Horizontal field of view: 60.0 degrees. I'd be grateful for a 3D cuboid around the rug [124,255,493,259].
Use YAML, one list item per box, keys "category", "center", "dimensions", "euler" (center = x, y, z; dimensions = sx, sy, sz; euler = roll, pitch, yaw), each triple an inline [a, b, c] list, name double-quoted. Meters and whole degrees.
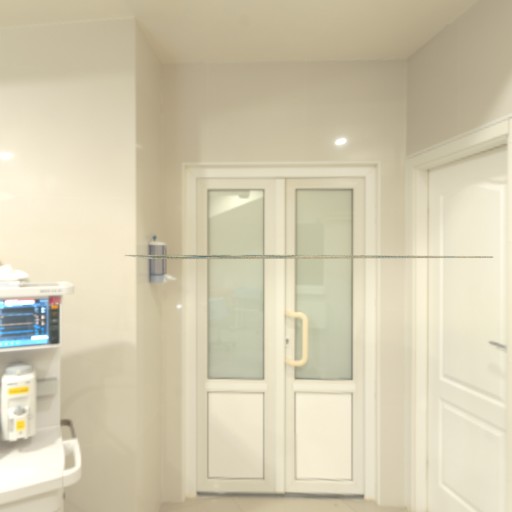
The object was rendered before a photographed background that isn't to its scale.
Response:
- category: "rug"
  center: [0.000, 0.000, 2.278]
  dimensions: [1.229, 0.005, 1.827]
  euler: [0, 0, -19]
